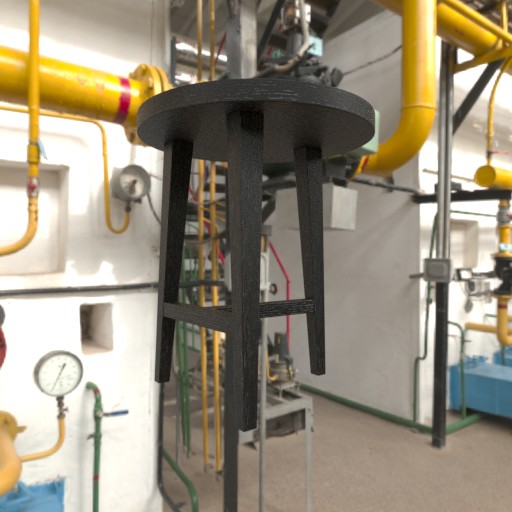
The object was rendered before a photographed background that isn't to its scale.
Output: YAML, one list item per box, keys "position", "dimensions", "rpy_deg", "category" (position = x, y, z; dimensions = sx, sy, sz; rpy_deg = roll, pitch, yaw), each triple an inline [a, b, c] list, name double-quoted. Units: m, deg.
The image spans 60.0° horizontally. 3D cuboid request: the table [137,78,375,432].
- position: [0.000, 0.000, 0.770]
  dimensions: [0.399, 0.460, 0.399]
  rpy_deg: [0, 0, 0]
  category: "table"
